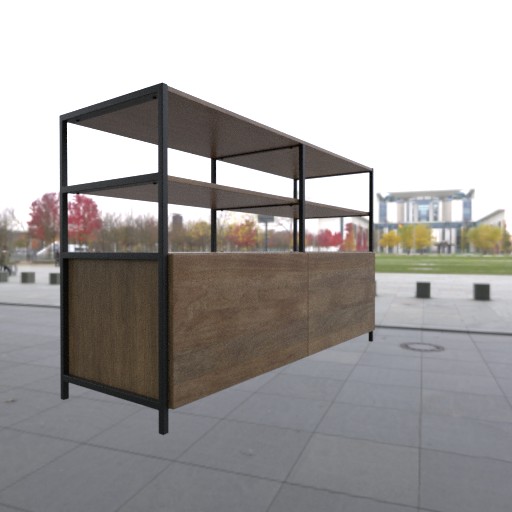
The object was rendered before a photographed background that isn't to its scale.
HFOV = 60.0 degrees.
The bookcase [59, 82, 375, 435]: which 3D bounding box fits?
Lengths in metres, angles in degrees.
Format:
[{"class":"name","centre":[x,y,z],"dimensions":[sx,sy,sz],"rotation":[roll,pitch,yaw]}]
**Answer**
[{"class":"bookcase","centre":[0.000,0.000,1.465],"dimensions":[0.391,0.712,1.149],"rotation":[1,1,36]}]
